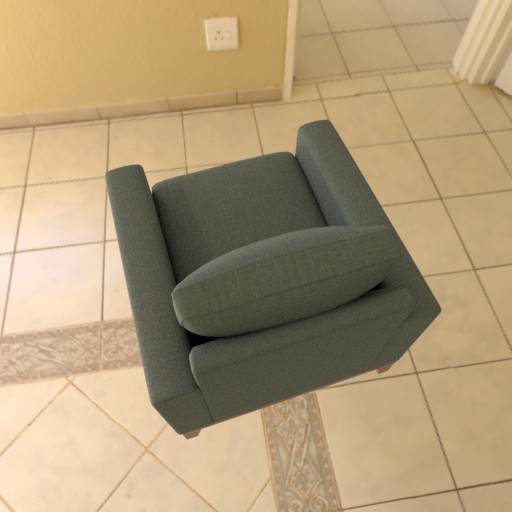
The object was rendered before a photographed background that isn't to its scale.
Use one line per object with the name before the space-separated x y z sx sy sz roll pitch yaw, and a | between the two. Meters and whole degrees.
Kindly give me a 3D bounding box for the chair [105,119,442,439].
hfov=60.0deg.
chair | 0.000 0.000 1.855 1.024 1.010 1.038 -16 60 -9
